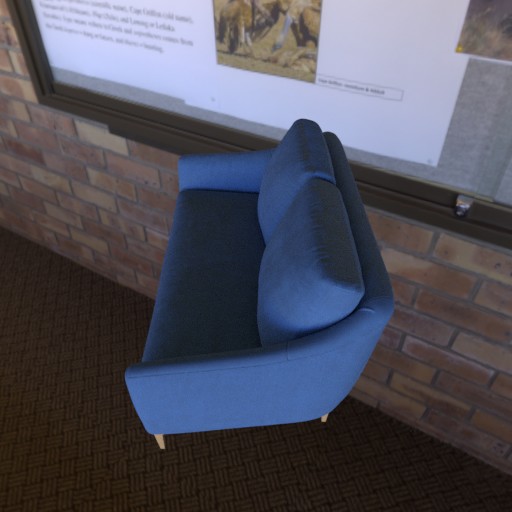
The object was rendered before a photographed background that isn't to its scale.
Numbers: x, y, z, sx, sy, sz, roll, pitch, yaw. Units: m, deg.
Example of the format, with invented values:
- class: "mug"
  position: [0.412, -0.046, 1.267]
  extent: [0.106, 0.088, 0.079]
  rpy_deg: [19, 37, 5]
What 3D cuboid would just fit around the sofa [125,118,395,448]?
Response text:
- class: "sofa"
  position: [0.000, 0.000, 2.218]
  extent: [0.960, 0.902, 1.619]
  rpy_deg: [-1, 41, -1]
